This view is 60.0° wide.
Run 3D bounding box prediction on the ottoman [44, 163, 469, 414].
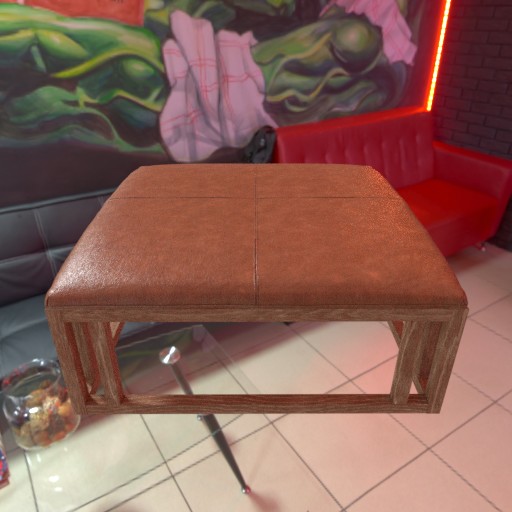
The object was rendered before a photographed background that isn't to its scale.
[{"bbox_3d":[0.000,0.000,1.557,1.016,0.442,1.013,0,29,0],"label":"ottoman"}]
